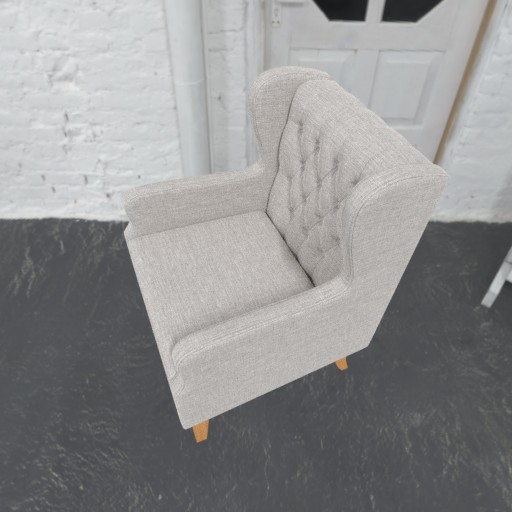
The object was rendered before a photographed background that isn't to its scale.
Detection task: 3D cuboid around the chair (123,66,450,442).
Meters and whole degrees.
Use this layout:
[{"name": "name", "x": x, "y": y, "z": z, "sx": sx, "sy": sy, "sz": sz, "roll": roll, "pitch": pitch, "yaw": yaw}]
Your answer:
[{"name": "chair", "x": 0.000, "y": 0.000, "z": 1.455, "sx": 0.760, "sy": 0.930, "sz": 0.710, "roll": -17, "pitch": 48, "yaw": -15}]
